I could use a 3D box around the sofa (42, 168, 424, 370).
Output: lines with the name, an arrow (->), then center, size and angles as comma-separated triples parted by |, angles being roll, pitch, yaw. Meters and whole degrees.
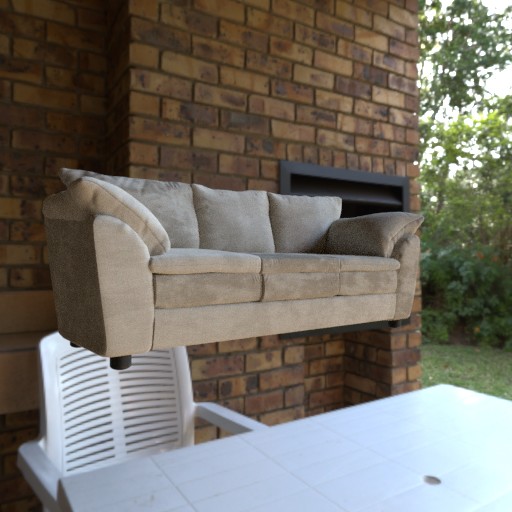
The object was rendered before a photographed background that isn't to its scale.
sofa -> 0.000, 0.000, 2.747 | 2.377, 0.981, 0.893 | 1, -1, -37
